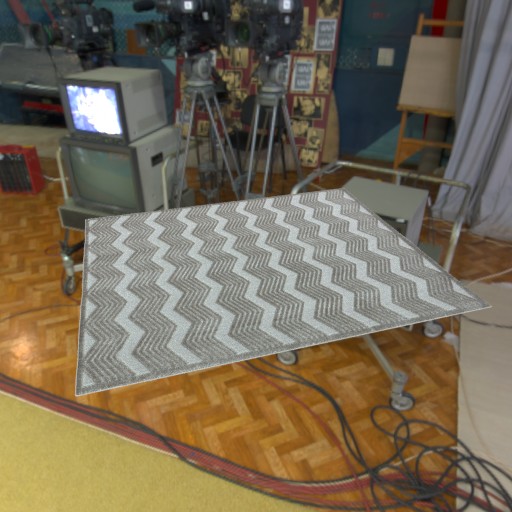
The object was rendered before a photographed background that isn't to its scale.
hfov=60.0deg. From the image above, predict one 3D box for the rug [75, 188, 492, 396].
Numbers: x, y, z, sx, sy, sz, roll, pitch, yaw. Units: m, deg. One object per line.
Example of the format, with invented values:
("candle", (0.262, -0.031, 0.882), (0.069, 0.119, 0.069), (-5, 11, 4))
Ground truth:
("rug", (0.000, 0.000, 3.861), (2.880, 0.005, 2.391), (-9, 32, -14))
